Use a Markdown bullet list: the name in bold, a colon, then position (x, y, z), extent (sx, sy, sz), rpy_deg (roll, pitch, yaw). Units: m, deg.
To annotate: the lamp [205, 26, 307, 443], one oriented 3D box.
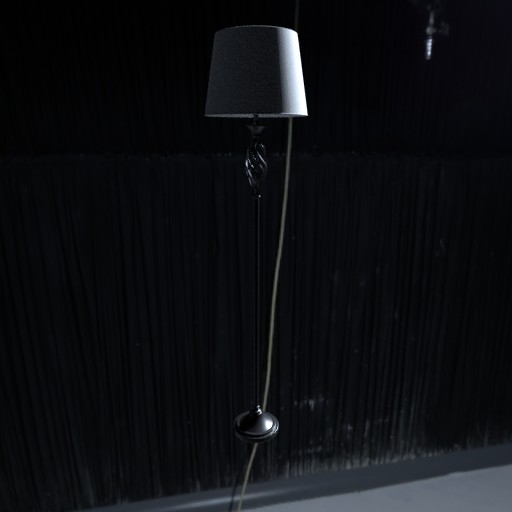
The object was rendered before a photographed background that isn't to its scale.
- **lamp**: position (0.000, 0.000, 1.788), extent (0.379, 1.623, 0.379), rpy_deg (0, 16, 0)
